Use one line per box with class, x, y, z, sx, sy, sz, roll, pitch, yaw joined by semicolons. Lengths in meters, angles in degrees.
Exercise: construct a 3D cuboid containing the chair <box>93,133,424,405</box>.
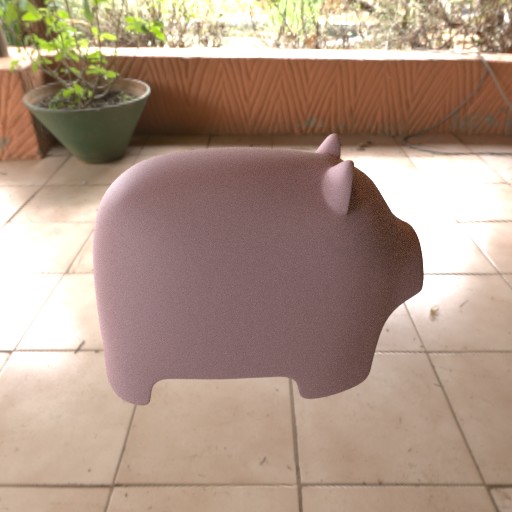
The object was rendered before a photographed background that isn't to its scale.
chair;0.000;0.000;0.842;0.619;0.423;0.364;0;32;-1
